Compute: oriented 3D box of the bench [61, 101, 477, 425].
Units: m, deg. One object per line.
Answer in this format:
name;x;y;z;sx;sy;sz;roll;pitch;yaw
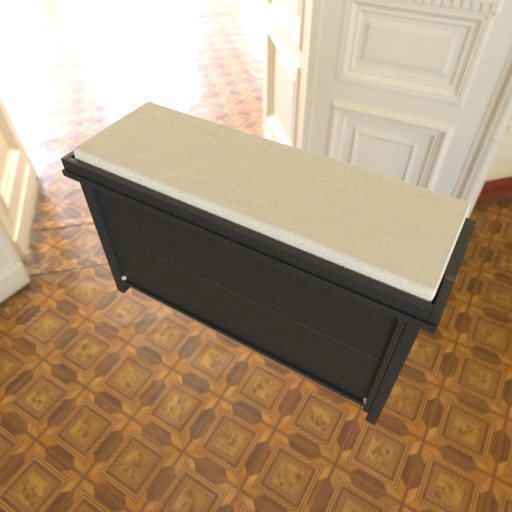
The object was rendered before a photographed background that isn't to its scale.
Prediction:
bench;0.000;0.000;1.244;0.973;0.561;0.345;23;51;21
